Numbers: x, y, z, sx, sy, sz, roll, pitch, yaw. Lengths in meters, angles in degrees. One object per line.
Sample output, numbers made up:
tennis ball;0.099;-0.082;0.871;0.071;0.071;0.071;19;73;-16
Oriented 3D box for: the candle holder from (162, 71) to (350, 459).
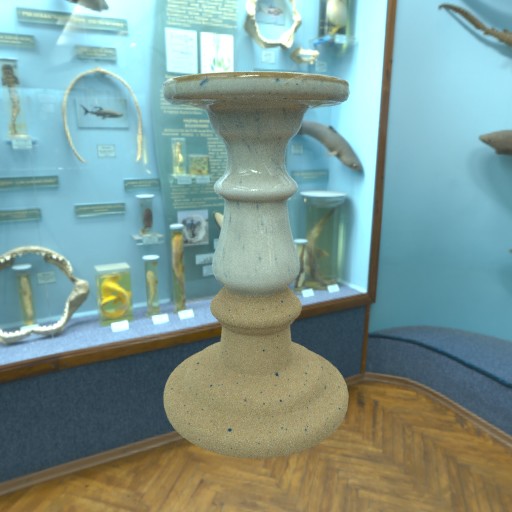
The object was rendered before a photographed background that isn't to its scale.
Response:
candle holder;0.000;0.000;0.276;0.123;0.202;0.123;0;15;0
